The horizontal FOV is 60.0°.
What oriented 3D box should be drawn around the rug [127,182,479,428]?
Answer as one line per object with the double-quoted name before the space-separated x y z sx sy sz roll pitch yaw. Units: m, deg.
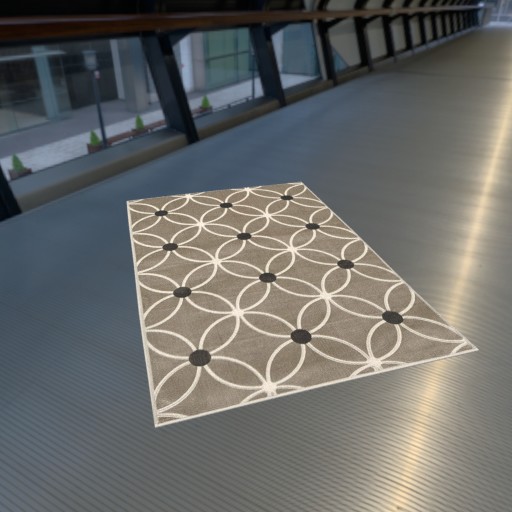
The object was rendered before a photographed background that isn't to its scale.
"rug" 0.000 0.000 2.846 1.522 0.008 2.284 -9 32 -14
